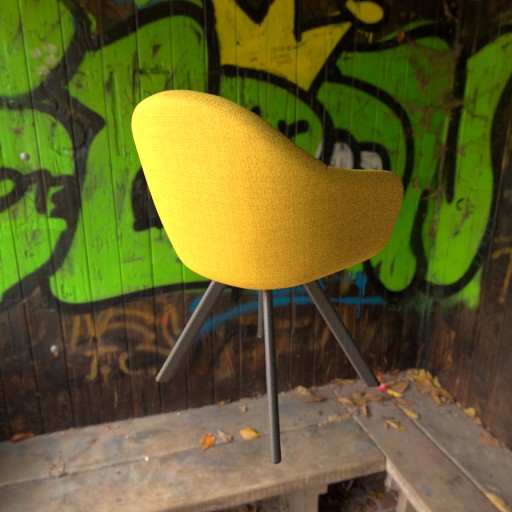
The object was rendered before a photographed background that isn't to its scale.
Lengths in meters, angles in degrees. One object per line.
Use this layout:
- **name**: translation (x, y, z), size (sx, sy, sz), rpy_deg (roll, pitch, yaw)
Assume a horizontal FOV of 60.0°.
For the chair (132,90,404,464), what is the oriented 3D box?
- **chair**: translation (0.000, 0.000, 1.164), size (0.550, 0.795, 0.590), rpy_deg (-16, 23, -43)
